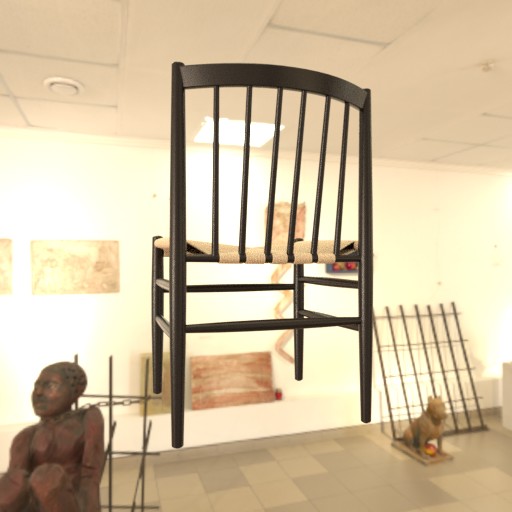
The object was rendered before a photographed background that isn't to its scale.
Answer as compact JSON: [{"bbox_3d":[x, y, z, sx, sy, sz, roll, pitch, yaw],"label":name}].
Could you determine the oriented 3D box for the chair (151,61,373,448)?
[{"bbox_3d":[0.000,0.000,1.168,0.495,0.818,0.516,0,-1,-18],"label":"chair"}]
